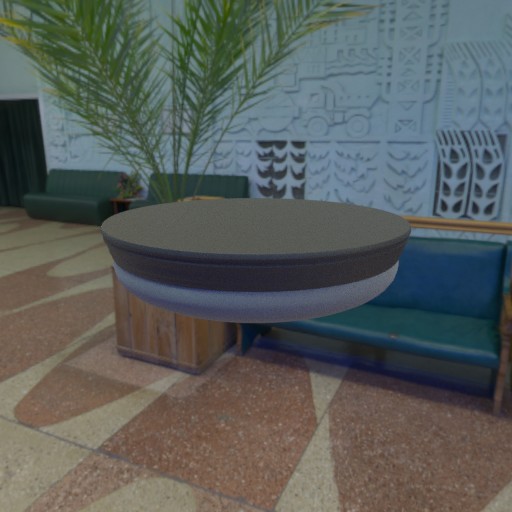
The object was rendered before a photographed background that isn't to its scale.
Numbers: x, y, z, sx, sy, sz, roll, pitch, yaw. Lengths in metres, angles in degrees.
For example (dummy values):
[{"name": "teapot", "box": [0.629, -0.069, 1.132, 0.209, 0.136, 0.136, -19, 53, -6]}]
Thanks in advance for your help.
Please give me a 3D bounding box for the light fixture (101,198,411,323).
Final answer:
[{"name": "light fixture", "box": [0.000, 0.000, 0.566, 0.368, 0.100, 0.368, 0, 15, 0]}]
